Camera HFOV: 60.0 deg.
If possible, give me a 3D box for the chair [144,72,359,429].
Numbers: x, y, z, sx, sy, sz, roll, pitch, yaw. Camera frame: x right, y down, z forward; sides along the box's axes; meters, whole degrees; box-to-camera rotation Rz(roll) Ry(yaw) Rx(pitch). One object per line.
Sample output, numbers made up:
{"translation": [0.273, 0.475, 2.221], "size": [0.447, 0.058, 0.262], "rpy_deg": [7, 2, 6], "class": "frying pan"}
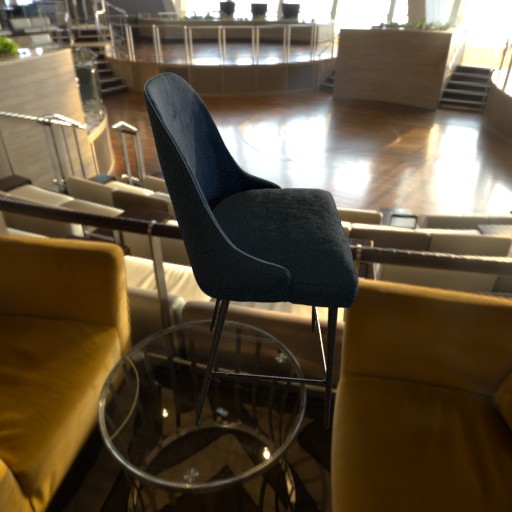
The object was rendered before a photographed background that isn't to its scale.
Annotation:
{"translation": [0.000, 0.000, 1.240], "size": [0.489, 0.927, 0.526], "rpy_deg": [1, 32, 1], "class": "chair"}
